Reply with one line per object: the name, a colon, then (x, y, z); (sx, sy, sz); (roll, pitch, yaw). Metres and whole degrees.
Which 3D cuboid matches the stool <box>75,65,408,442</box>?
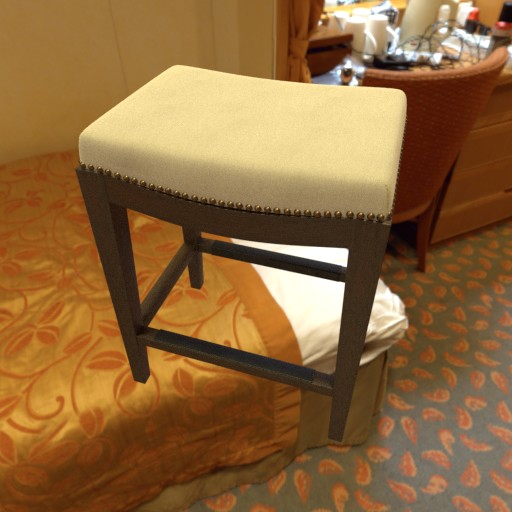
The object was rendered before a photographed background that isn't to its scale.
stool: (0.000, 0.000, 0.930); (0.500, 0.642, 0.361); (12, 42, 13)
